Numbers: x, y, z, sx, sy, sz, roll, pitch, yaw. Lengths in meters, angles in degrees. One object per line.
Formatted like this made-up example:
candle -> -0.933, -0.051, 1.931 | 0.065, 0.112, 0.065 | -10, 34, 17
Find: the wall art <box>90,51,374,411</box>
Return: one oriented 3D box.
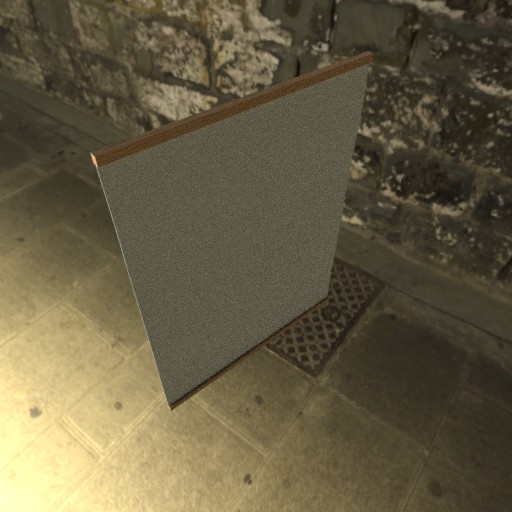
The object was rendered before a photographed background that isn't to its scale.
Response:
wall art -> 0.000, 0.000, 0.800 | 0.458, 0.605, 0.011 | -30, 52, -26
